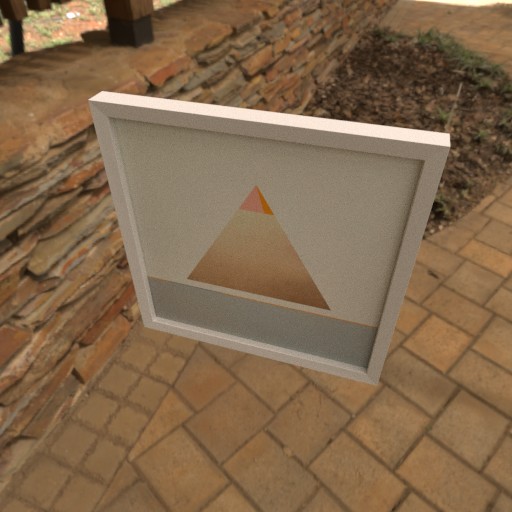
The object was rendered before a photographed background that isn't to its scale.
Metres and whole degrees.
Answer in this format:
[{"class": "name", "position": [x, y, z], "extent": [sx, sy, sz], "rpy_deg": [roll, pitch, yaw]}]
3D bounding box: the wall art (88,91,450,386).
[{"class": "wall art", "position": [0.000, 0.000, 1.970], "extent": [1.289, 1.291, 0.098], "rpy_deg": [11, 42, 13]}]
